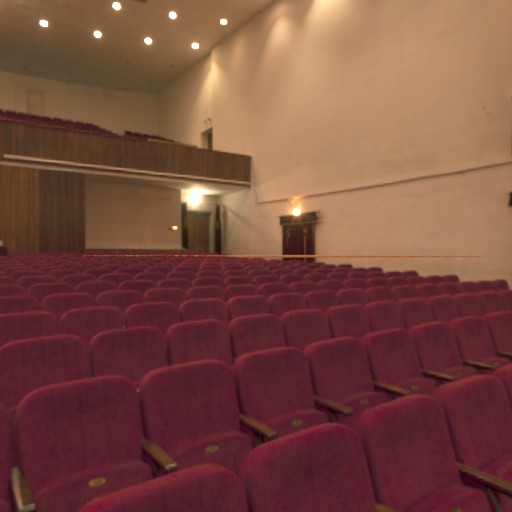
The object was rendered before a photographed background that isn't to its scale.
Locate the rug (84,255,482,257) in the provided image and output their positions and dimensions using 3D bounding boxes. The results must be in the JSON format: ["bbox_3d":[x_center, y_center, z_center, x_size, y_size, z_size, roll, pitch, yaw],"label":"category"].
[{"bbox_3d":[0.000,0.000,4.222,2.441,0.016,3.095,0,0,-35],"label":"rug"}]
